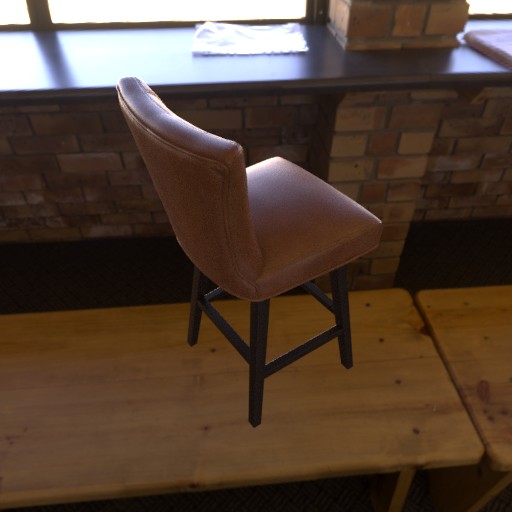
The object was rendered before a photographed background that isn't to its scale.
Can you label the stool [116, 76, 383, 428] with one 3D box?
[{"bbox_3d":[0.000,0.000,1.421,0.585,1.094,0.522,-26,47,-27],"label":"stool"}]
